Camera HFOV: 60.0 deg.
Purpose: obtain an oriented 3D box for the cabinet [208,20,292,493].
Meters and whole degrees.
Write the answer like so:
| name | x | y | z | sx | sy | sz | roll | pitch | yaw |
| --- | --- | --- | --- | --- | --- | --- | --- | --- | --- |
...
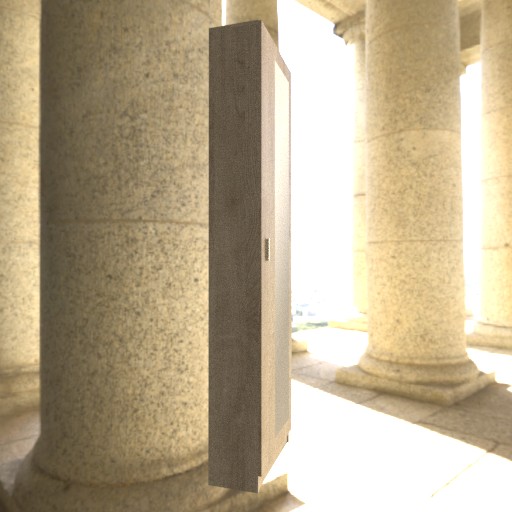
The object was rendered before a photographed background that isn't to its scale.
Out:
| name | x | y | z | sx | sy | sz | roll | pitch | yaw |
| --- | --- | --- | --- | --- | --- | --- | --- | --- | --- |
| cabinet | 0.000 | 0.000 | 1.940 | 0.230 | 1.790 | 0.500 | 0 | -1 | 18 |
